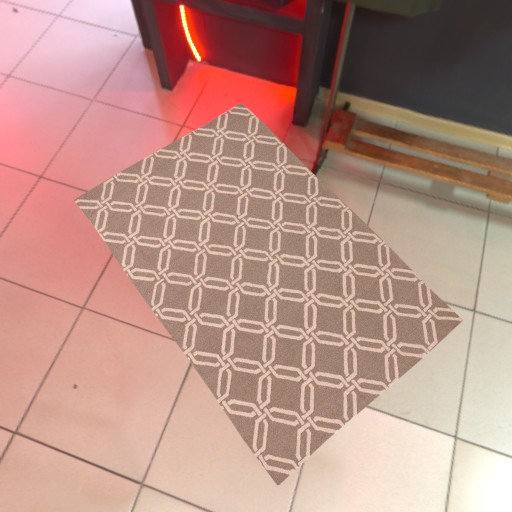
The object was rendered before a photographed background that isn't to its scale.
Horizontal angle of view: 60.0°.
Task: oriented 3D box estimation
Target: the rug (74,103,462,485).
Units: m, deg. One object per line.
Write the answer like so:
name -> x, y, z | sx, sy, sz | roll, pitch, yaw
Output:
rug -> 0.000, 0.000, 2.240 | 1.142, 0.010, 1.748 | -35, 69, -15
